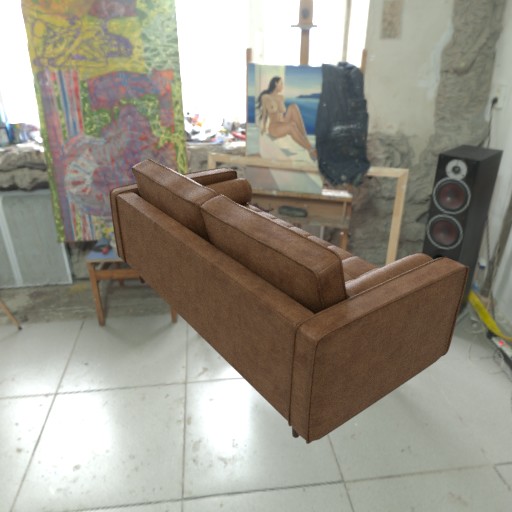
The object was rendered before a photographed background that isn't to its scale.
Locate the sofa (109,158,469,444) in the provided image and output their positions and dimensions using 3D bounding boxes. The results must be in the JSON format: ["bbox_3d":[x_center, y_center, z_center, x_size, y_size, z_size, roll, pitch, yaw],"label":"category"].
[{"bbox_3d":[0.000,0.000,2.428,0.924,0.825,1.920,-19,32,-32],"label":"sofa"}]
